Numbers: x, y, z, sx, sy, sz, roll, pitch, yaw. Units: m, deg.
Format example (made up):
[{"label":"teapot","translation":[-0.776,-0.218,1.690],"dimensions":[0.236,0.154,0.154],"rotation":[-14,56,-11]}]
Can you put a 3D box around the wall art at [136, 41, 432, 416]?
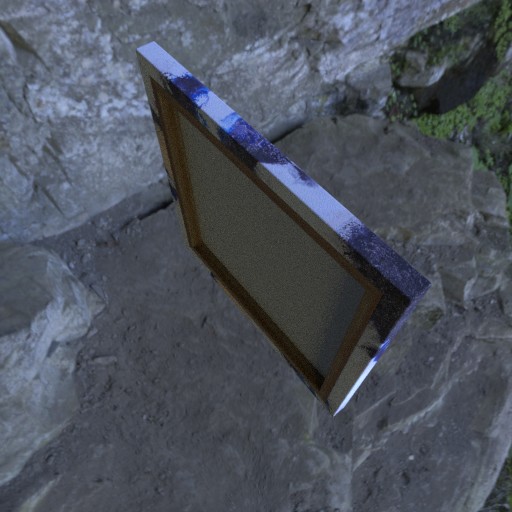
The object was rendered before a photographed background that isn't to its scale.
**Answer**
[{"label":"wall art","translation":[0.000,0.000,0.891],"dimensions":[0.039,0.609,0.609],"rotation":[-34,64,-19]}]
